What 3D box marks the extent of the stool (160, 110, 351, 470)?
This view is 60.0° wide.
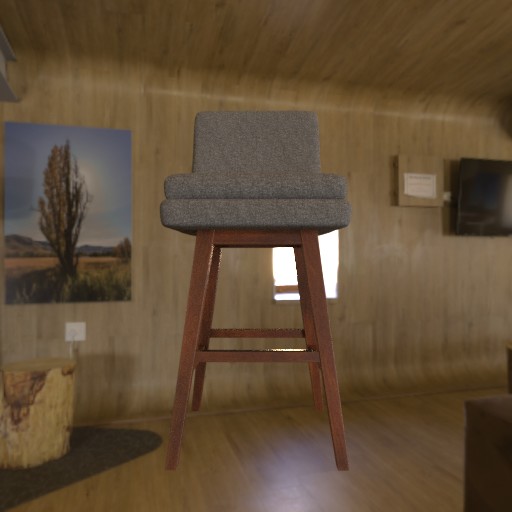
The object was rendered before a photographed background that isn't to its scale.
[{"bbox_3d":[0.000,0.000,1.367,0.489,1.068,0.572,0,-1,0],"label":"stool"}]
